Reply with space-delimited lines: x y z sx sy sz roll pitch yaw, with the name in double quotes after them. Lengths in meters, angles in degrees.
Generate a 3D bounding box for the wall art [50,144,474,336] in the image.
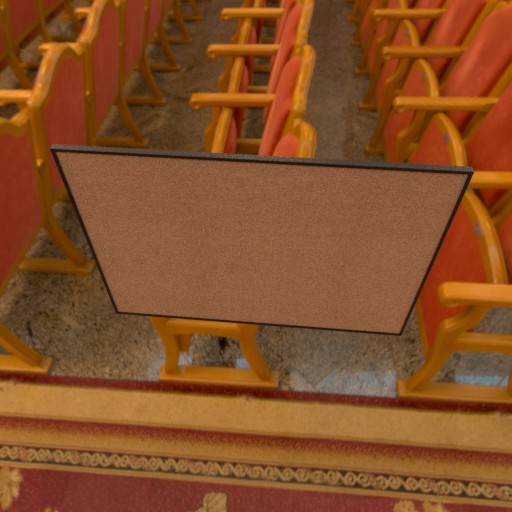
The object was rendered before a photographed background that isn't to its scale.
0.000 0.000 1.246 0.957 0.660 0.019 4 48 4 "wall art"
